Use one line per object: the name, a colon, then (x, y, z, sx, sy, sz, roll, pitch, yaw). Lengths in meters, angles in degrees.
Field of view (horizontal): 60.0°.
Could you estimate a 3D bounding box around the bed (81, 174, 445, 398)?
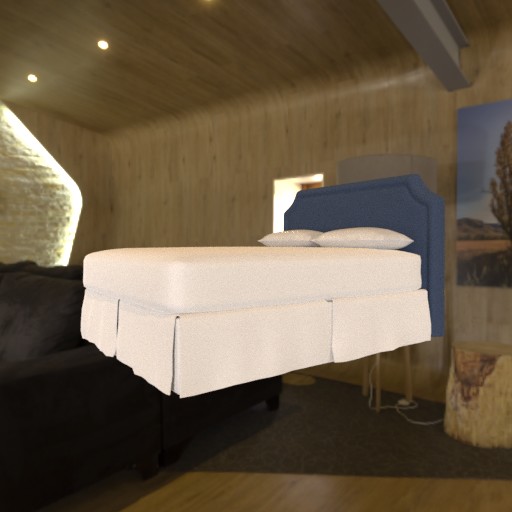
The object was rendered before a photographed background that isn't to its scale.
bed: (0.000, 0.000, 3.436, 2.260, 1.297, 1.831, -1, 2, -36)
